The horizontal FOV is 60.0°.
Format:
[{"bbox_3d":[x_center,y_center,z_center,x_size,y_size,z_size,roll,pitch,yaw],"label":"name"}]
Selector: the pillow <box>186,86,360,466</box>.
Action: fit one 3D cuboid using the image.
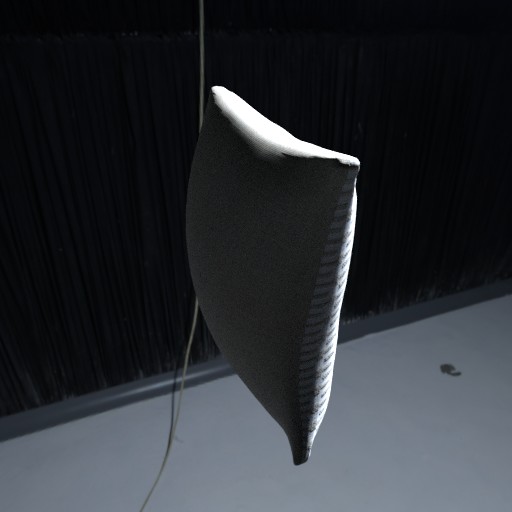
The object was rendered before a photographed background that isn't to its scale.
[{"bbox_3d":[0.000,0.000,0.777,0.219,0.491,0.496,-11,31,-18],"label":"pillow"}]
